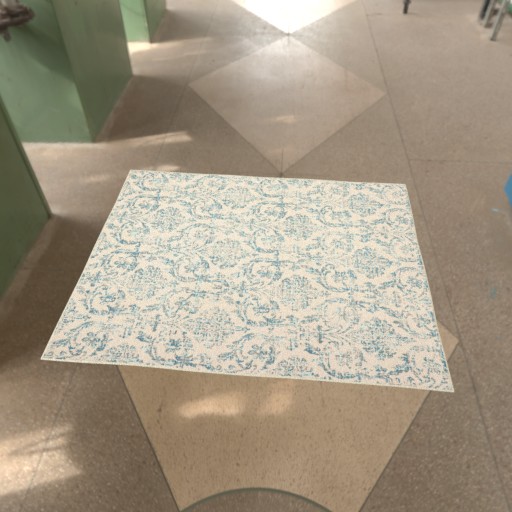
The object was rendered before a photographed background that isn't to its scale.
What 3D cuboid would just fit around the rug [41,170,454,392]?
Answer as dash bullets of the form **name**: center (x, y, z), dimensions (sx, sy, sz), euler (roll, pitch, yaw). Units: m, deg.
- **rug**: center (0.000, 0.000, 3.980), dimensions (2.980, 0.012, 2.363), euler (4, 47, 3)
